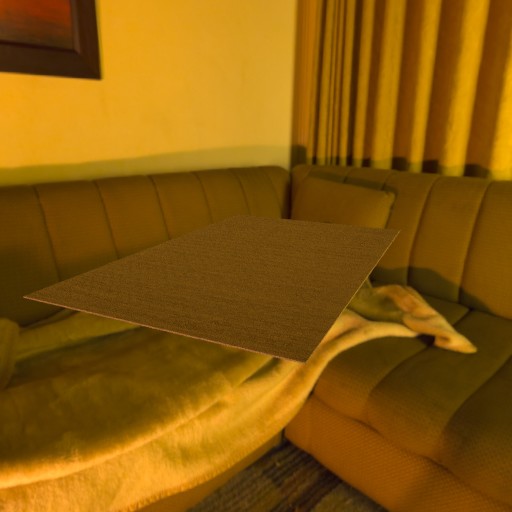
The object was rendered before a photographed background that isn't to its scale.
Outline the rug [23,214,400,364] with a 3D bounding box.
[{"bbox_3d":[0.000,0.000,2.223,1.142,0.006,1.752,8,18,24],"label":"rug"}]
